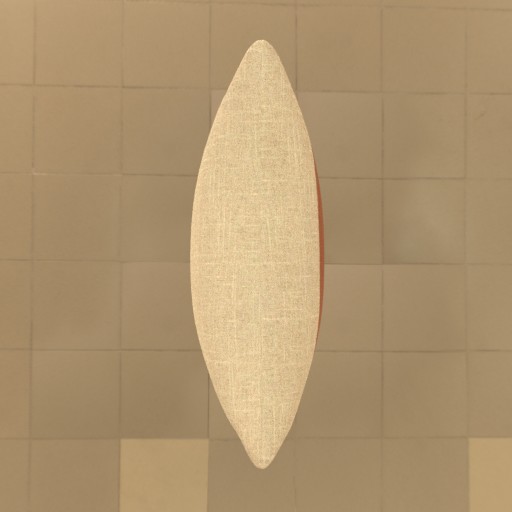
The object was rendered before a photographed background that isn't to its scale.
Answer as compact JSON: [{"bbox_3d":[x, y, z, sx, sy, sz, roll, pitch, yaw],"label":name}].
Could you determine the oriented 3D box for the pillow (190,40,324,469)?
[{"bbox_3d":[0.000,0.000,0.621,0.173,0.399,0.414,0,89,-2],"label":"pillow"}]
